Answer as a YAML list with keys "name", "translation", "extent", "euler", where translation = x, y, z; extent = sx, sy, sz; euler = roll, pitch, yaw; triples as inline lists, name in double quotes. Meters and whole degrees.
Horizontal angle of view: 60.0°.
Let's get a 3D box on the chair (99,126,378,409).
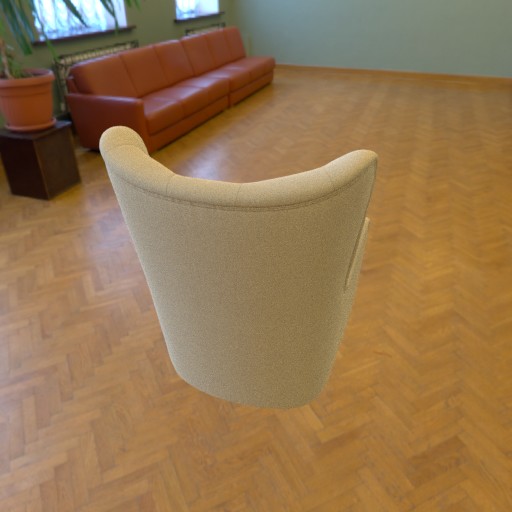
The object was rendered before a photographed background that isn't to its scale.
- name: "chair"
  translation: [0.000, 0.000, 1.750]
  extent: [0.831, 1.079, 0.929]
  euler: [10, 33, 15]
